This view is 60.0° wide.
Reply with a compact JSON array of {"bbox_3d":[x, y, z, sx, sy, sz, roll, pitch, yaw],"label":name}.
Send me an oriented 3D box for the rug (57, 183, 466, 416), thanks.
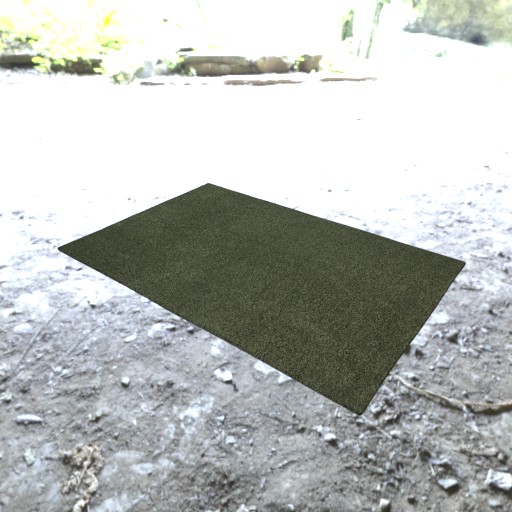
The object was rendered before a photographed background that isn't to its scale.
[{"bbox_3d":[0.000,0.000,3.506,2.699,0.026,1.802,22,37,32],"label":"rug"}]
